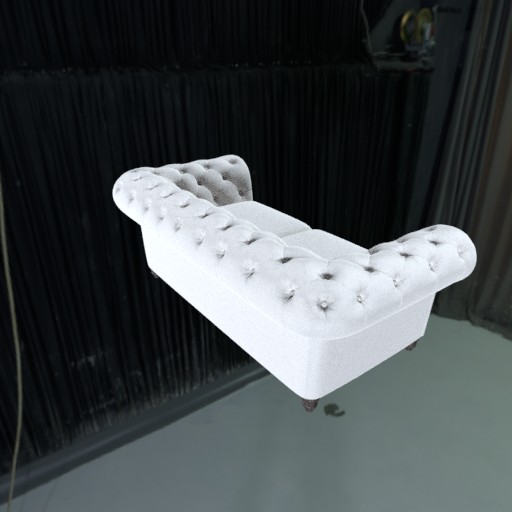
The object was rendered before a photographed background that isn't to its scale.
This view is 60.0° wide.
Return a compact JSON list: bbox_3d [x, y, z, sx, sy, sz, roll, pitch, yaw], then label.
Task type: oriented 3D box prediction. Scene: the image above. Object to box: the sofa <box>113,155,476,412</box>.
[{"bbox_3d":[0.000,0.000,2.511,0.986,0.764,1.998,-18,31,-33],"label":"sofa"}]
